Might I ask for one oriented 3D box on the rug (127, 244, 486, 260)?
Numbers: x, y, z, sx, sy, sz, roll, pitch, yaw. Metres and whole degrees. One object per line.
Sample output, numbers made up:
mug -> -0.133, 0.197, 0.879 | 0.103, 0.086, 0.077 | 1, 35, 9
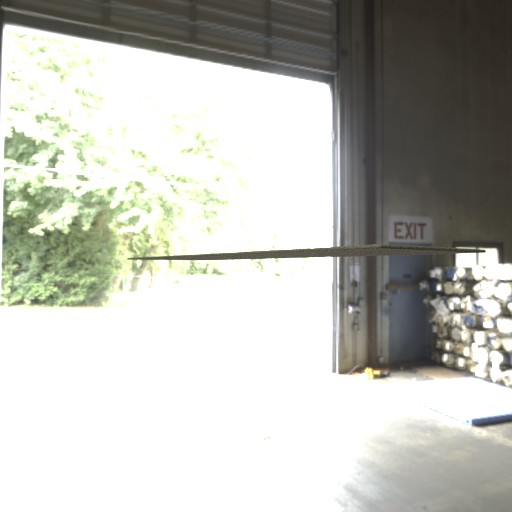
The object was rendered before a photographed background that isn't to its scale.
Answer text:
rug -> 0.000, 0.000, 2.534 | 0.678, 0.014, 2.276 | 1, -2, -36
